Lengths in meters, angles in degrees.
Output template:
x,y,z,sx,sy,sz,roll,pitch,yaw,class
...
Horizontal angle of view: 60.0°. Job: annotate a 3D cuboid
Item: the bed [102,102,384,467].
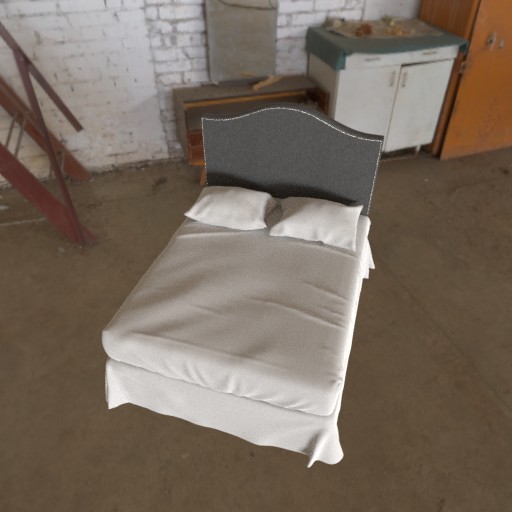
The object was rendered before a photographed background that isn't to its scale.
x,y,z,sx,sy,sz,roll,pitch,yaw,class
0.000,0.000,3.425,1.876,1.645,2.221,11,42,13,bed
